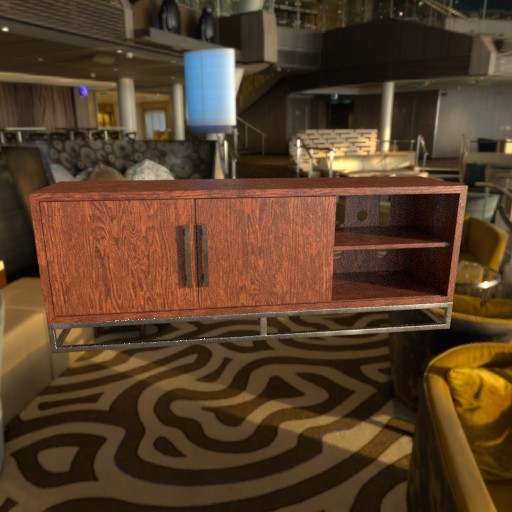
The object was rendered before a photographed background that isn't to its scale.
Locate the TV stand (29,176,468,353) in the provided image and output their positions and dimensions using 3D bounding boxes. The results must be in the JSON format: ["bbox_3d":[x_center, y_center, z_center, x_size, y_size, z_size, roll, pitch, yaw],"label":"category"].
[{"bbox_3d":[0.000,0.000,1.784,1.541,0.578,0.382,-2,16,-7],"label":"TV stand"}]
